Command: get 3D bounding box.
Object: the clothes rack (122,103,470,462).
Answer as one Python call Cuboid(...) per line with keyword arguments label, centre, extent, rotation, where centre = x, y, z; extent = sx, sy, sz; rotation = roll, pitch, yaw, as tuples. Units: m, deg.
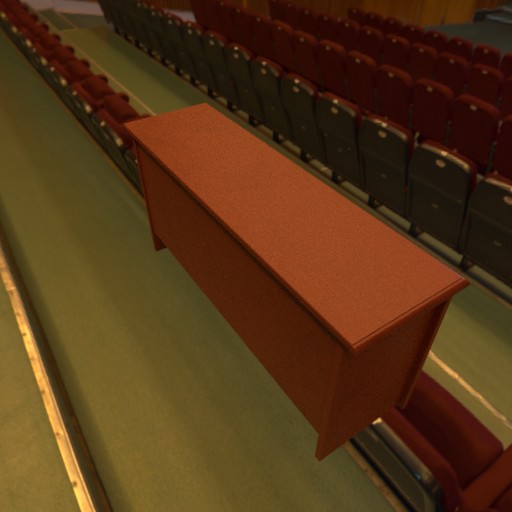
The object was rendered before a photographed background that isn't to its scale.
Cuboid(label="clothes rack", centre=(0.000, 0.000, 1.532), extent=(0.362, 0.594, 1.251), rotation=(-24, 47, -25))
